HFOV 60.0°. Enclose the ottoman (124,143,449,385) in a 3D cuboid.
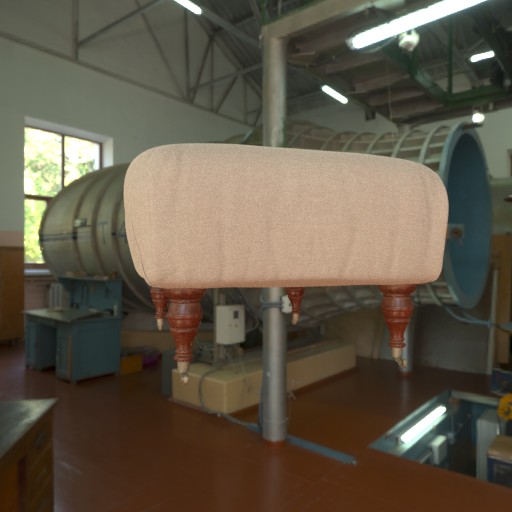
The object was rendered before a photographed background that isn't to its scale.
[{"bbox_3d":[0.000,0.000,1.123,0.639,0.450,0.746,0,0,-16],"label":"ottoman"}]
